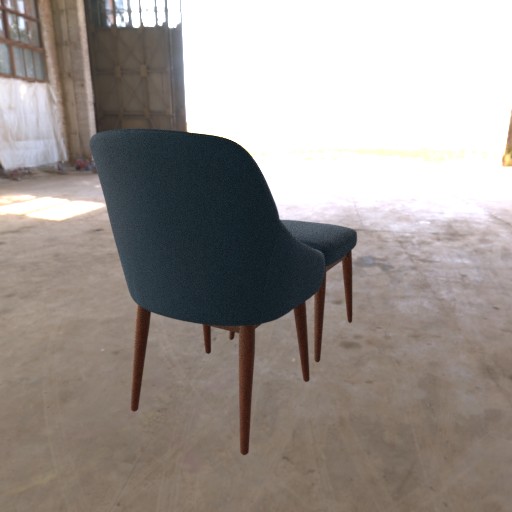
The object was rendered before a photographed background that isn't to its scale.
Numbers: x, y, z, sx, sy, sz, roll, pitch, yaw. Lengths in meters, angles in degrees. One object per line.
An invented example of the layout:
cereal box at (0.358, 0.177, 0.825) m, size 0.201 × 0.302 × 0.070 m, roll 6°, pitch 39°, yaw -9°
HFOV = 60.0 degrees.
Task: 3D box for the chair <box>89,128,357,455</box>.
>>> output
chair at (0.000, 0.000, 1.567) m, size 0.584 × 0.866 × 1.114 m, roll 9°, pitch 18°, yaw 28°
